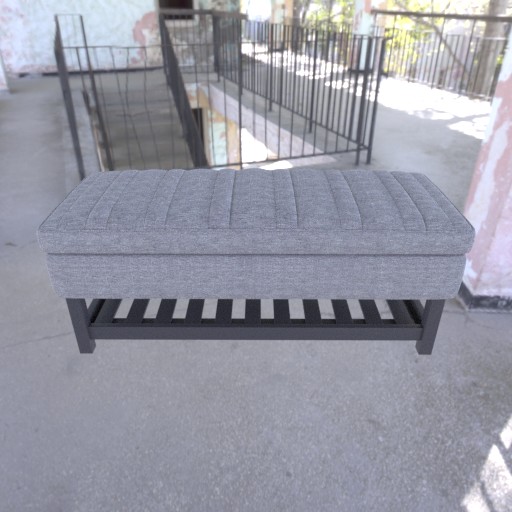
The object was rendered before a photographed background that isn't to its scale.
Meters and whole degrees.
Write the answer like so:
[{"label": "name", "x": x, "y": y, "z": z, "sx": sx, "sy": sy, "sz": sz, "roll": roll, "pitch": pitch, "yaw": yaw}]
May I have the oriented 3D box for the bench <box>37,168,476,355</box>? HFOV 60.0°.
[{"label": "bench", "x": 0.000, "y": 0.000, "z": 1.348, "sx": 1.100, "sy": 0.470, "sz": 0.429, "roll": 0, "pitch": 30, "yaw": 0}]
